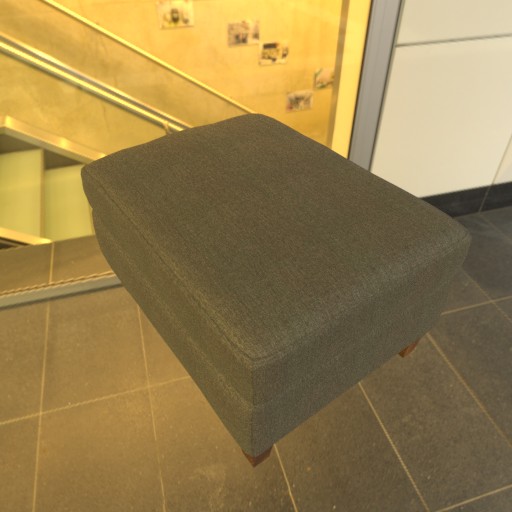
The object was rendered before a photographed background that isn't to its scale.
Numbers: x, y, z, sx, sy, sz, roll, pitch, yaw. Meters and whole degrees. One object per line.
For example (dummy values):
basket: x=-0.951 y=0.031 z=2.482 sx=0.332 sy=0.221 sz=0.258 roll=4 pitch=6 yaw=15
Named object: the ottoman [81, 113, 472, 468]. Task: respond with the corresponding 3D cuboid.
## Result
ottoman: x=0.000 y=0.000 z=1.206 sx=0.639 sy=0.496 sz=0.826 roll=-26 pitch=47 yaw=-26
